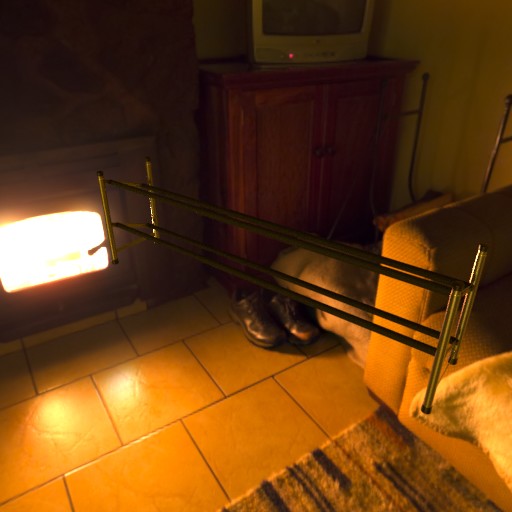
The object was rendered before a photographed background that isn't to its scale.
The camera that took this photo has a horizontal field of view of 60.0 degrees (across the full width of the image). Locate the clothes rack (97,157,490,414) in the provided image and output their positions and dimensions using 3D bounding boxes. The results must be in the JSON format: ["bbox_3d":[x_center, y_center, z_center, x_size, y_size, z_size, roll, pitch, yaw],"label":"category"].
[{"bbox_3d":[0.000,0.000,1.319,1.168,0.349,0.229,20,34,32],"label":"clothes rack"}]
